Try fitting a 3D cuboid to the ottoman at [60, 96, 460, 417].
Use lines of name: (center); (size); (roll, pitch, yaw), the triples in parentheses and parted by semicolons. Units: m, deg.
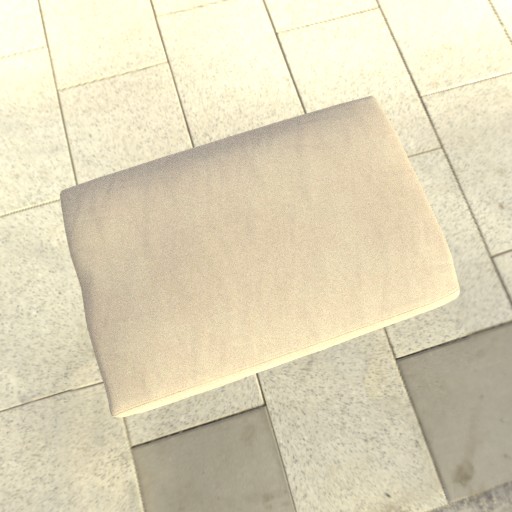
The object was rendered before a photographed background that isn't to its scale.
ottoman: (0.000, 0.000, 1.214); (0.872, 0.444, 0.590); (-18, 76, -5)
